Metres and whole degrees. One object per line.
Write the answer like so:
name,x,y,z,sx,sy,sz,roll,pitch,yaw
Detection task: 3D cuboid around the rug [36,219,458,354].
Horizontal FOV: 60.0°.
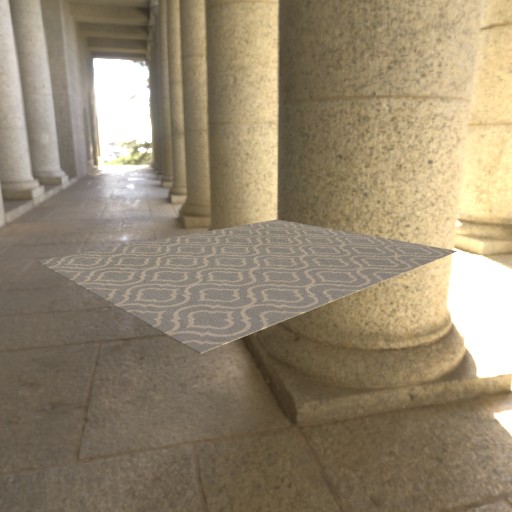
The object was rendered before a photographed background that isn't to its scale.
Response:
rug,0.000,0.000,3.863,2.892,0.006,2.283,-14,20,-42
